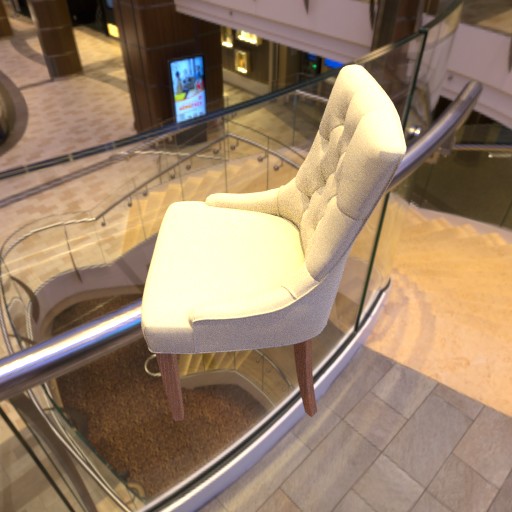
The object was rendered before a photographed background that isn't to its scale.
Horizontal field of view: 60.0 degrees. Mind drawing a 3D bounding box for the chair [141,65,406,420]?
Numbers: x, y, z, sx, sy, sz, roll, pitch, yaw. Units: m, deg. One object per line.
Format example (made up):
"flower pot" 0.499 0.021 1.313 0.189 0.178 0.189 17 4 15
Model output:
"chair" 0.000 0.000 1.194 0.565 0.874 0.509 0 41 0
